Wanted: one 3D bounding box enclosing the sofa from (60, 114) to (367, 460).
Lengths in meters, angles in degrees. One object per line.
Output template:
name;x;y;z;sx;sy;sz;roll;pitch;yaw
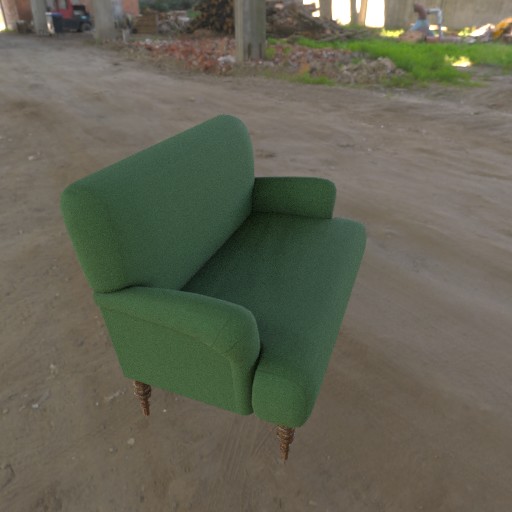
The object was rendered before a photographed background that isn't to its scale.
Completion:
sofa;0.000;0.000;1.819;0.779;0.889;1.297;10;30;18
